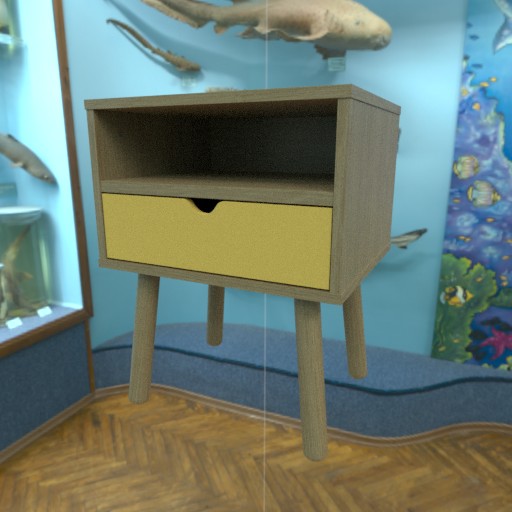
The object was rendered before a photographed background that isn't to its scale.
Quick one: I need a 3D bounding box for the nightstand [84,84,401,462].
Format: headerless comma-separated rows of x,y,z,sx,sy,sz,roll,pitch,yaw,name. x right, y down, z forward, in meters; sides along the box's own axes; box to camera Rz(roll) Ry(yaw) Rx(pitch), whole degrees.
0.000,0.000,0.874,0.450,0.571,0.380,7,16,25,nightstand
